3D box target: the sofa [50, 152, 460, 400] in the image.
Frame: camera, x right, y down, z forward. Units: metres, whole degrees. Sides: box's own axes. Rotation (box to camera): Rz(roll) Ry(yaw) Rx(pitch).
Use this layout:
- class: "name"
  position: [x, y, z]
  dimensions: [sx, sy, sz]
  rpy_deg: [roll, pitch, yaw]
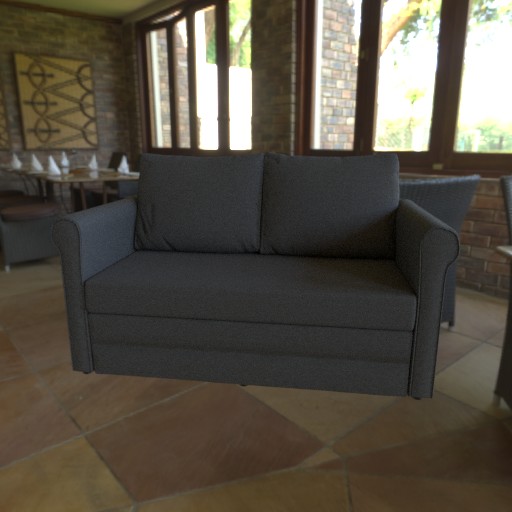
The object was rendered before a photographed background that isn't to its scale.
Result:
- class: "sofa"
  position: [0.000, 0.000, 1.931]
  dimensions: [1.460, 0.872, 0.741]
  rpy_deg: [2, 14, 8]
